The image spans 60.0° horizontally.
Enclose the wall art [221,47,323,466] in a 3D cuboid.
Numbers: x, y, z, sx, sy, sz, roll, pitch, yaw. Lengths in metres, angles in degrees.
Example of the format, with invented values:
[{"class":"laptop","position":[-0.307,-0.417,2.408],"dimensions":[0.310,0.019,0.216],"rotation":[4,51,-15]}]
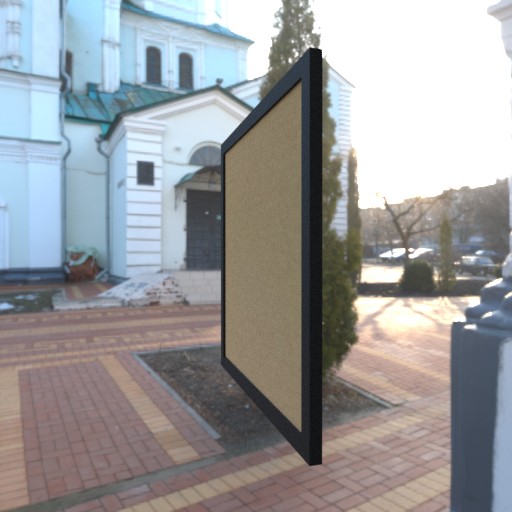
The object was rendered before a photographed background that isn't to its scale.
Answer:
[{"class":"wall art","position":[0.000,0.000,0.550],"dimensions":[0.012,0.357,0.358],"rotation":[0,1,-17]}]
